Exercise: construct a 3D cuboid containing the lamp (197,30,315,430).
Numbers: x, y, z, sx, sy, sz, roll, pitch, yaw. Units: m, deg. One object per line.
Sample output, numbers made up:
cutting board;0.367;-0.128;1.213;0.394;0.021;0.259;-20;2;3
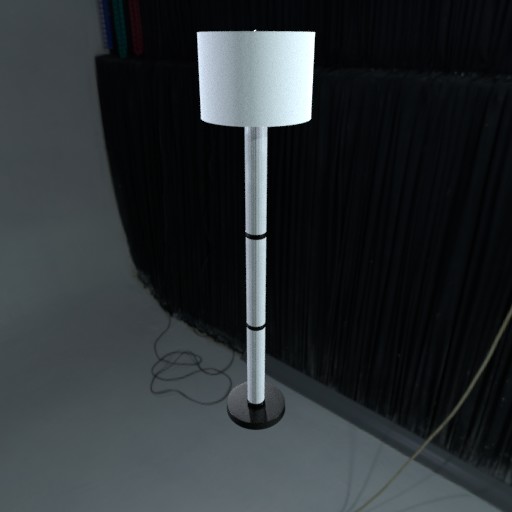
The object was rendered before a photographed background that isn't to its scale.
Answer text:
lamp;0.000;0.000;1.762;0.377;1.599;0.377;19;32;33
